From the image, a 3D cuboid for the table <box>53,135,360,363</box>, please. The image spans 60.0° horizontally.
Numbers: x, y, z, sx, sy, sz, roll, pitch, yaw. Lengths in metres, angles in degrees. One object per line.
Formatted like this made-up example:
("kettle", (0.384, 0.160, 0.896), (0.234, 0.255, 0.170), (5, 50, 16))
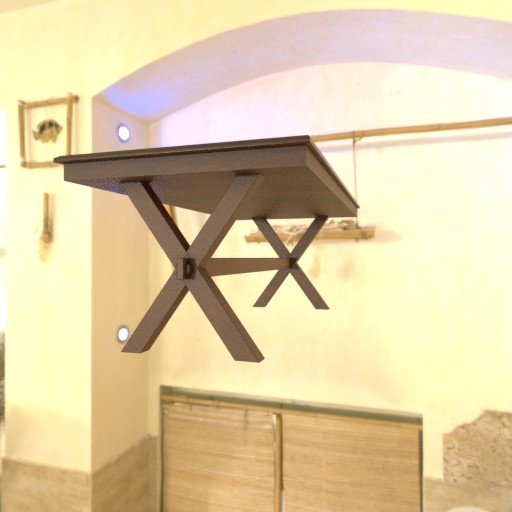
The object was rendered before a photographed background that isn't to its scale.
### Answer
("table", (0.000, 0.000, 1.496), (0.594, 0.459, 1.197), (0, 0, 18))
